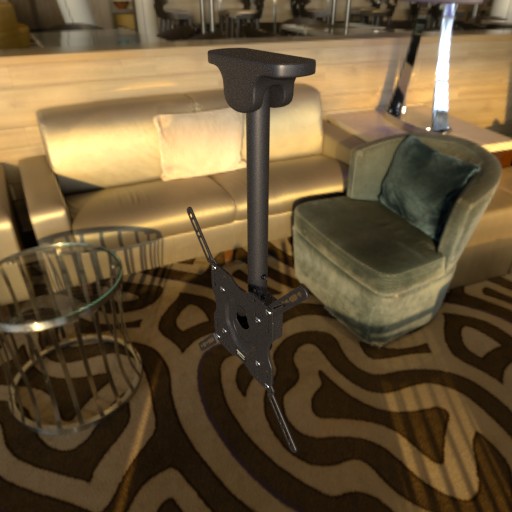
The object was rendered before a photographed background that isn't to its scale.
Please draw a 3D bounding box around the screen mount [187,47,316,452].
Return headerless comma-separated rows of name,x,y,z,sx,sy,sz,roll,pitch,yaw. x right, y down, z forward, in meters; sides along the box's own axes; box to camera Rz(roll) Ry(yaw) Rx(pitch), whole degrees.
screen mount,0.000,0.000,0.875,0.090,0.729,0.393,-21,37,-30
